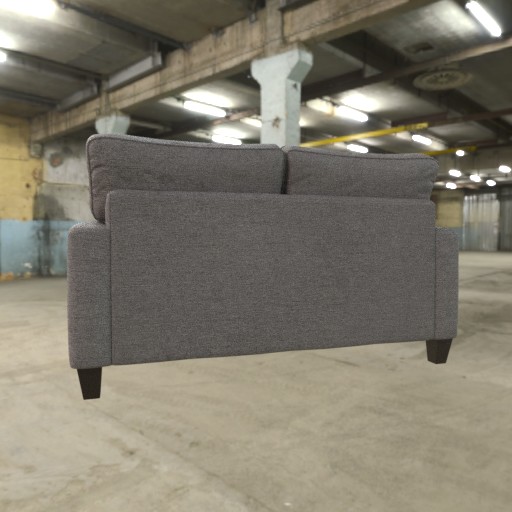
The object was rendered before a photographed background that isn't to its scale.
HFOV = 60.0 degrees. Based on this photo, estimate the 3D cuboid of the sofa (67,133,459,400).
[{"bbox_3d":[0.000,0.000,2.183,1.651,0.965,0.965,-1,2,-17],"label":"sofa"}]
